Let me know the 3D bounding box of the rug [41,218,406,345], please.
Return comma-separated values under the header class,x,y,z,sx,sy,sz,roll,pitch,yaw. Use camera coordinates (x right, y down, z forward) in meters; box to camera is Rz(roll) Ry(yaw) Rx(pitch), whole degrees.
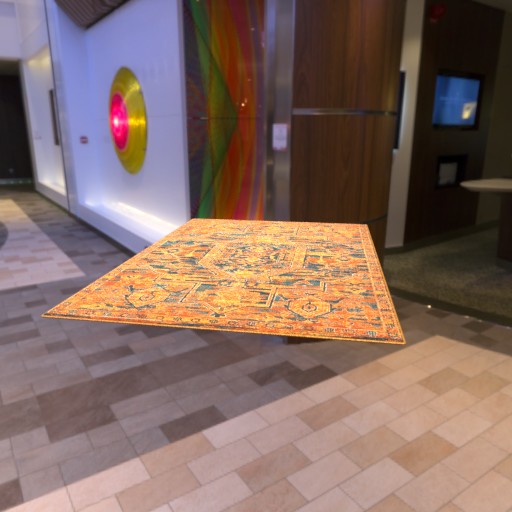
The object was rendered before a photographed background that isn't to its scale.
class,x,y,z,sx,sy,sz,roll,pitch,yaw
rug,0.000,0.000,3.783,2.043,0.019,2.916,3,16,9
